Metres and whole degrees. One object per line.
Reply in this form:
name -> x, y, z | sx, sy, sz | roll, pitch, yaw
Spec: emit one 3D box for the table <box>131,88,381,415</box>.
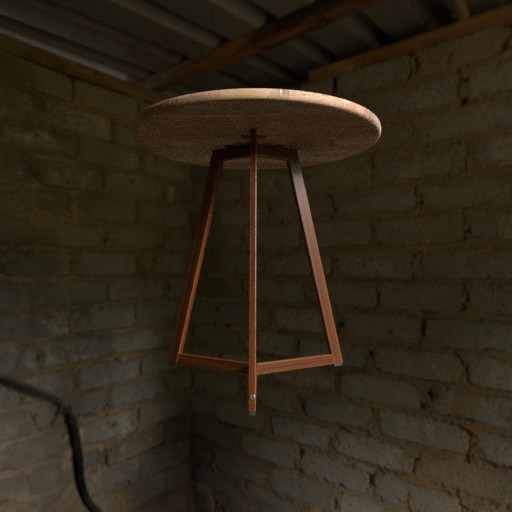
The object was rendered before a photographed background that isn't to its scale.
table -> 0.000, 0.000, 0.916 | 0.500, 0.500, 0.500 | 0, -1, 0
